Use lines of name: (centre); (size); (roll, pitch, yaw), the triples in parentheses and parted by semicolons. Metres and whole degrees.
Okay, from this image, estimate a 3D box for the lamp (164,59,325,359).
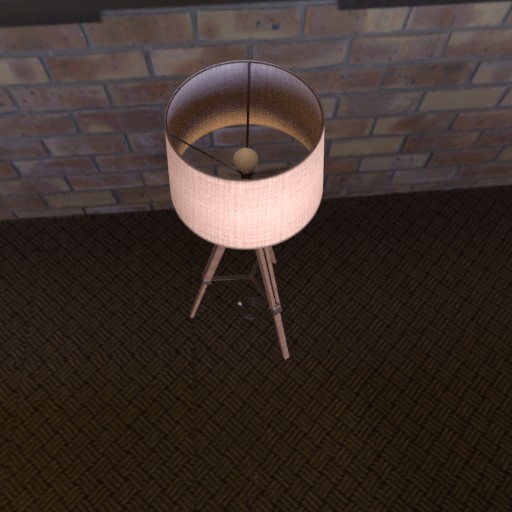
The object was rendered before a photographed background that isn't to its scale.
lamp: (0.000, 0.000, 1.822); (0.604, 1.510, 0.587); (-34, 68, -15)
